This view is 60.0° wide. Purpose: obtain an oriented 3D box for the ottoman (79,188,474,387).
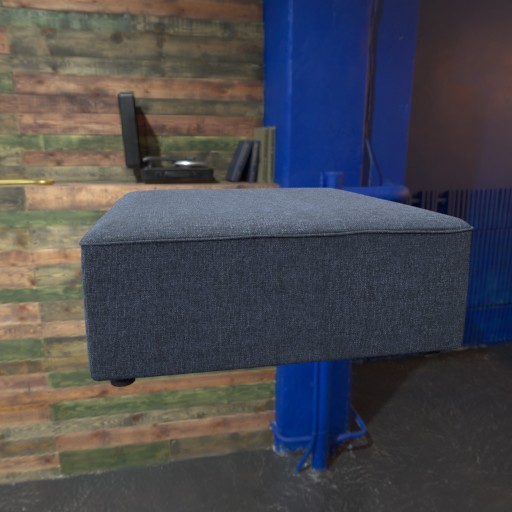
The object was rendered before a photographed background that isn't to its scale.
[{"bbox_3d":[0.000,0.000,1.587,1.017,0.423,1.023,-2,14,-10],"label":"ottoman"}]
